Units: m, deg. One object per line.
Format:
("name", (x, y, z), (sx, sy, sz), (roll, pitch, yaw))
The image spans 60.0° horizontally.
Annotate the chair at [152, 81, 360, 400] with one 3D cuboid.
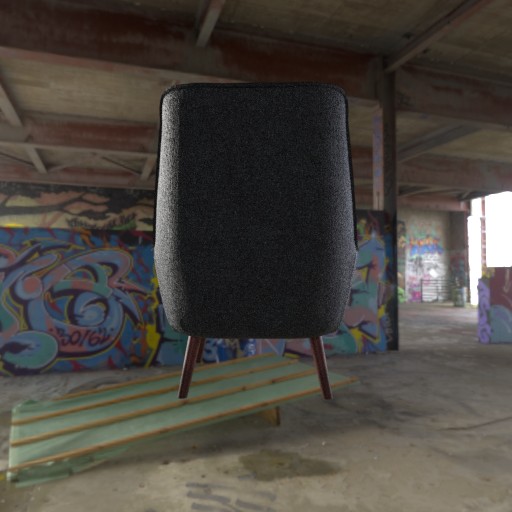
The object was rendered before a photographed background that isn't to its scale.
("chair", (0.000, 0.000, 1.535), (0.763, 0.883, 0.859), (0, -2, 1))
